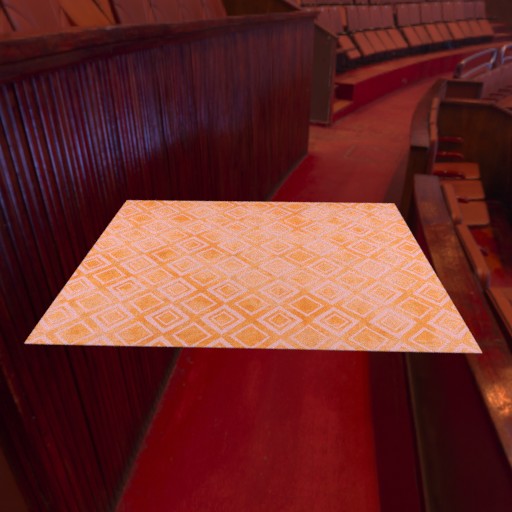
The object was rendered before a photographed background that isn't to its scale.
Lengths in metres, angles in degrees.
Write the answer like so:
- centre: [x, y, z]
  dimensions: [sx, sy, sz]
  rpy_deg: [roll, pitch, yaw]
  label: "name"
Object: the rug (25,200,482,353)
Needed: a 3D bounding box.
- centre: [0.000, 0.000, 3.978]
  dimensions: [3.037, 0.011, 2.433]
  rpy_deg: [1, 30, 2]
  label: "rug"
